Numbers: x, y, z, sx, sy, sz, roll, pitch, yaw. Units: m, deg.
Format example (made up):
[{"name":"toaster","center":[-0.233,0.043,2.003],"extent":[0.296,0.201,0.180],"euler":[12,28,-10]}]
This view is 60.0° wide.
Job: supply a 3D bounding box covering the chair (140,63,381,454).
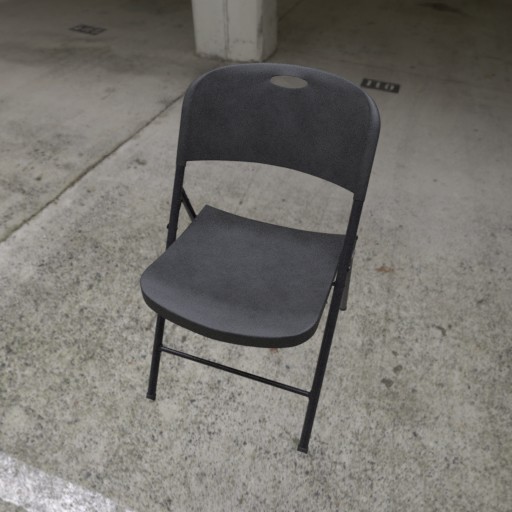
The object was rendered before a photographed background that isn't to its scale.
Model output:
[{"name":"chair","center":[0.000,0.000,1.172],"extent":[0.494,0.810,0.566],"euler":[14,44,15]}]
